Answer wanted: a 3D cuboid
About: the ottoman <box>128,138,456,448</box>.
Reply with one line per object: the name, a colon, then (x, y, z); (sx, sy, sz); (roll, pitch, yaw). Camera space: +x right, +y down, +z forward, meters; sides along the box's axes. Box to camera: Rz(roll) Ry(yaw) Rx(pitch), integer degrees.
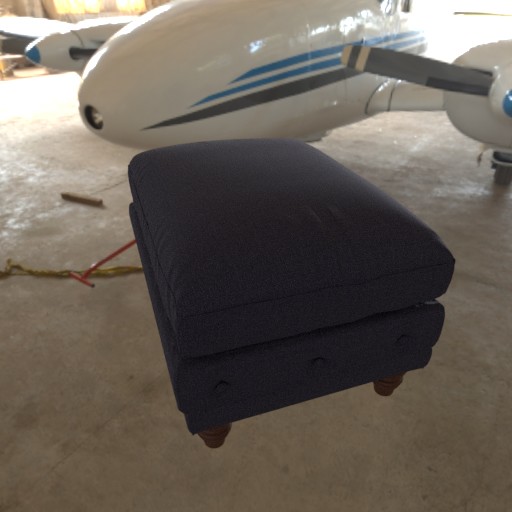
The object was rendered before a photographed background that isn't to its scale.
ottoman: (0.000, 0.000, 1.129); (0.558, 0.486, 0.767); (-10, 32, -17)
